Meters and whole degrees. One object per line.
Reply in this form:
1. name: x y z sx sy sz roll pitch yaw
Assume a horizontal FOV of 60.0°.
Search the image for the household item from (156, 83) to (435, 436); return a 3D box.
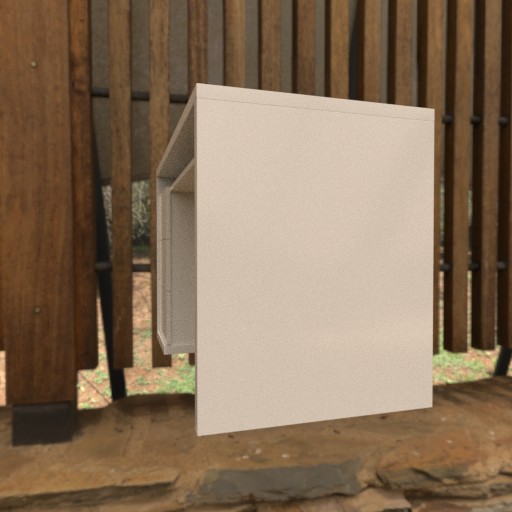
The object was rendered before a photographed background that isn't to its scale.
1. household item: 0.000 0.000 1.551 0.597 0.749 1.100 0 1 -17
